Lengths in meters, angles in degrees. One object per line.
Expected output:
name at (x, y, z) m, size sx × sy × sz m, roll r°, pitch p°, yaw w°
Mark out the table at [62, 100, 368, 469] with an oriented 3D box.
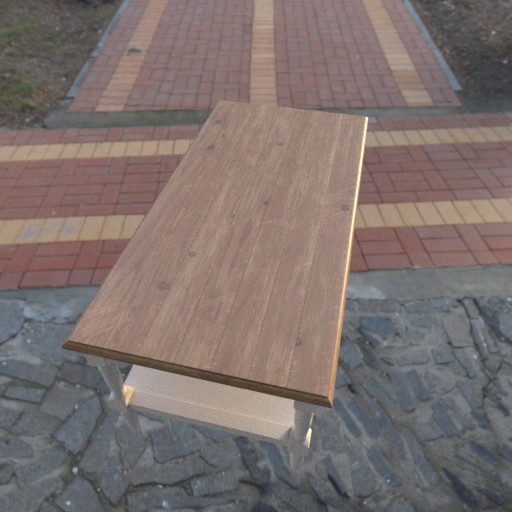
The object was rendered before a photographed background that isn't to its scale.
table at (0.000, 0.000, 1.405) m, size 0.559 × 0.458 × 1.118 m, roll 10°, pitch 46°, yaw 9°
